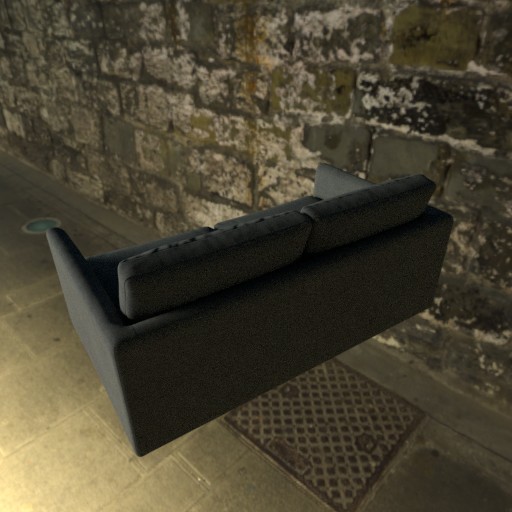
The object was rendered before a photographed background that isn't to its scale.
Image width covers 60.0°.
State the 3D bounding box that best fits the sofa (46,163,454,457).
[{"bbox_3d":[0.000,0.000,2.456,1.909,0.845,1.091,-19,35,-28],"label":"sofa"}]
